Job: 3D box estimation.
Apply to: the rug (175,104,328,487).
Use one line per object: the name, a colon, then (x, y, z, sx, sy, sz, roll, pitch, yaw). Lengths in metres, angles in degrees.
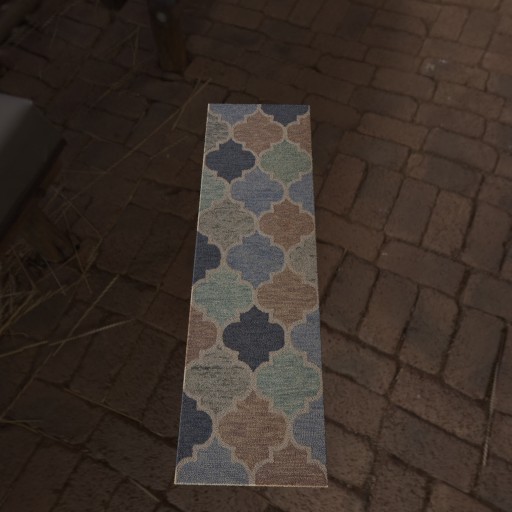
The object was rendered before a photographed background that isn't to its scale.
rug: (0.000, 0.000, 2.485, 0.687, 0.011, 2.287, 1, 64, 0)
